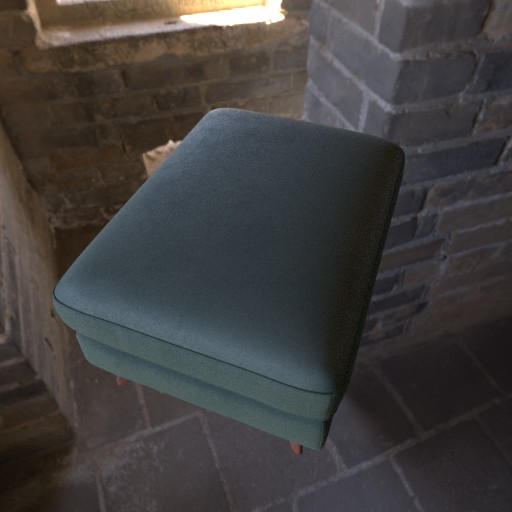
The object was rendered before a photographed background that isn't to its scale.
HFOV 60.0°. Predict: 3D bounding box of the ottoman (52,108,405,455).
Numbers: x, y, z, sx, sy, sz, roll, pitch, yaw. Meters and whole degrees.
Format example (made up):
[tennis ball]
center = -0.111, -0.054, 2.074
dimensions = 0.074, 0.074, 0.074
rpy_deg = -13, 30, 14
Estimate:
[ottoman]
center = 0.000, 0.000, 1.153
dimensions = 0.608, 0.449, 0.811
rpy_deg = 16, 49, 14
